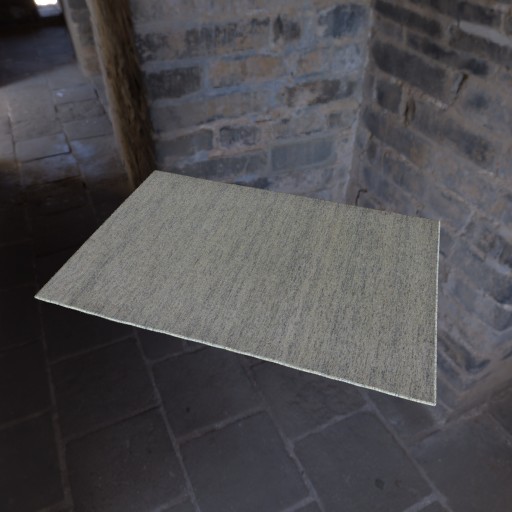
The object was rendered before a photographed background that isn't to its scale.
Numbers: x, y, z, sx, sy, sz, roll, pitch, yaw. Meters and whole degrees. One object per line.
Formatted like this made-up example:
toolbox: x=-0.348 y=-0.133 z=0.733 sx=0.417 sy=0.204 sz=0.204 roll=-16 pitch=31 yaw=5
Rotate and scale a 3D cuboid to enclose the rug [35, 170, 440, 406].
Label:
rug: x=0.000 y=0.000 z=2.878 sx=2.263 sy=0.017 sz=1.523 roll=12 pitch=43 yaw=13
